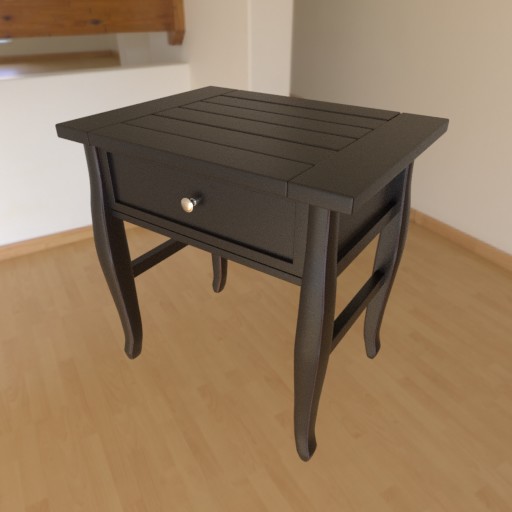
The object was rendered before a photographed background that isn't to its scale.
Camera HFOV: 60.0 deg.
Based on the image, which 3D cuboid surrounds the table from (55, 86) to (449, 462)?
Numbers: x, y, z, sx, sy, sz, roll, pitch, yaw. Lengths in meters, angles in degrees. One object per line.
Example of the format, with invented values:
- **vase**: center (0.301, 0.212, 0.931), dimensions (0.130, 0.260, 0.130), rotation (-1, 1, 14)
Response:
- **table**: center (0.000, 0.000, 1.004), dimensions (0.602, 0.604, 0.460), rotation (20, 36, 29)
